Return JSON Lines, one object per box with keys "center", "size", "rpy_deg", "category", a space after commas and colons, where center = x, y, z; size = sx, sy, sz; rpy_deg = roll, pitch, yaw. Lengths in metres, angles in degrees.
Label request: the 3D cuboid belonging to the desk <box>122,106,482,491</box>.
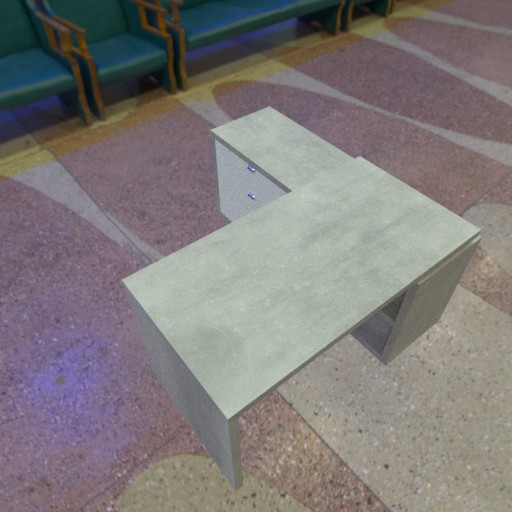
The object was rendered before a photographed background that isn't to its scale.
{"center": [0.000, 0.000, 2.302], "size": [1.400, 0.740, 1.500], "rpy_deg": [-30, 54, -25], "category": "desk"}
